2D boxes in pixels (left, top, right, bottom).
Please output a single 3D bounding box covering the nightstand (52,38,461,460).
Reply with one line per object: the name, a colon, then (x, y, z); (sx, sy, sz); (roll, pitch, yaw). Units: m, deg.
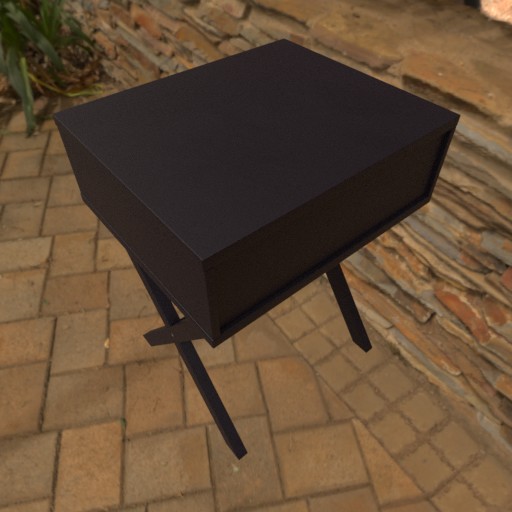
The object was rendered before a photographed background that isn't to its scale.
nightstand: (0.000, 0.000, 0.900); (0.479, 0.623, 0.402); (-31, 53, -26)
